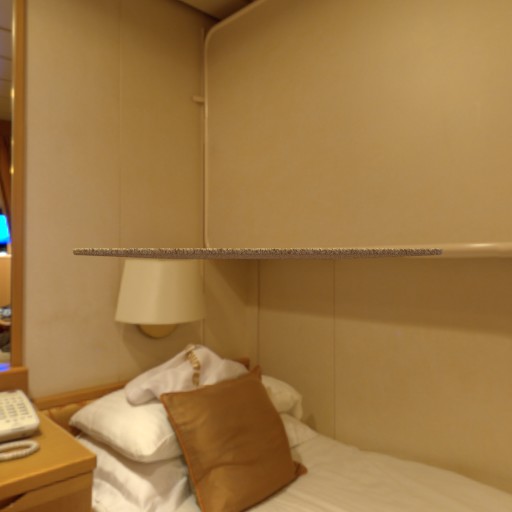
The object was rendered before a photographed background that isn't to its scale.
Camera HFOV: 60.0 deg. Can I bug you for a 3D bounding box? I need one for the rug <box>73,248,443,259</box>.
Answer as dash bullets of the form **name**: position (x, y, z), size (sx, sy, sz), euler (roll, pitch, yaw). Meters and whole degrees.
- **rug**: position (0.000, 0.000, 2.936), size (1.500, 0.025, 2.349), euler (0, -1, 0)
